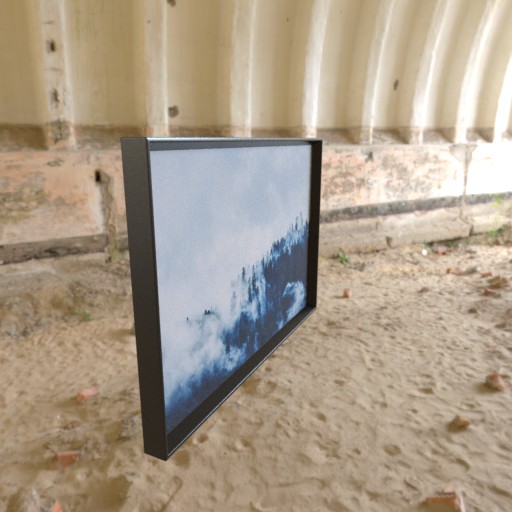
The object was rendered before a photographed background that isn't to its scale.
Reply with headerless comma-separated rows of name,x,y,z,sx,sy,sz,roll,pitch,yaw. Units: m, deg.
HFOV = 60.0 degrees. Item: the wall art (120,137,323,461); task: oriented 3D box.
wall art,0.000,0.000,1.241,0.058,0.640,0.939,7,16,26
